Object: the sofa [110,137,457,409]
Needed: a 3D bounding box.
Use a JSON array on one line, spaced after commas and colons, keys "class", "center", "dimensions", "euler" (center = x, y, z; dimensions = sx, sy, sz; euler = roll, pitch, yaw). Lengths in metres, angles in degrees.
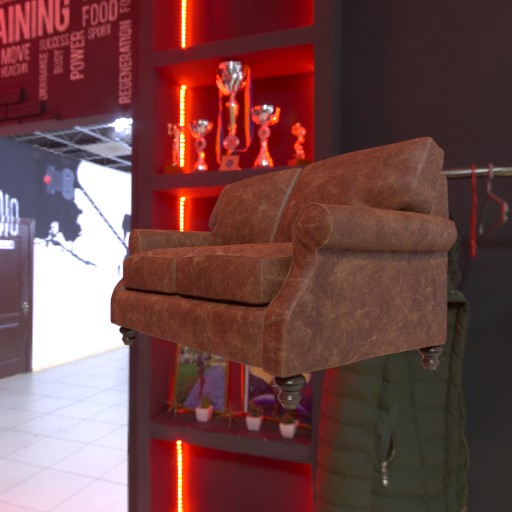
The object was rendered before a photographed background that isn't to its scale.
[{"class": "sofa", "center": [0.000, 0.000, 2.163], "dimensions": [0.990, 0.967, 1.616], "euler": [0, -1, -38]}]
